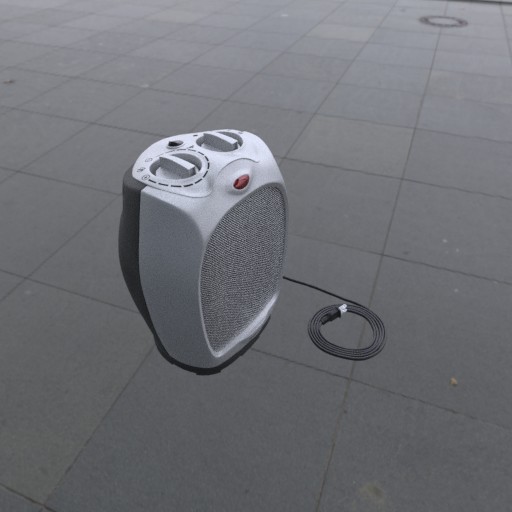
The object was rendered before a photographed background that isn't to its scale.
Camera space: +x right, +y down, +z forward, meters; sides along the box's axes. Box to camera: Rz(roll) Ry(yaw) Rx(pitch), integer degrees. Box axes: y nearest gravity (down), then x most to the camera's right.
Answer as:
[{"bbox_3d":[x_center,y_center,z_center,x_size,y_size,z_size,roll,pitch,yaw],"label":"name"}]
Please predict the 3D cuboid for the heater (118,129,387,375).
[{"bbox_3d":[0.000,0.000,0.493,0.291,0.255,0.239,25,46,27],"label":"heater"}]
